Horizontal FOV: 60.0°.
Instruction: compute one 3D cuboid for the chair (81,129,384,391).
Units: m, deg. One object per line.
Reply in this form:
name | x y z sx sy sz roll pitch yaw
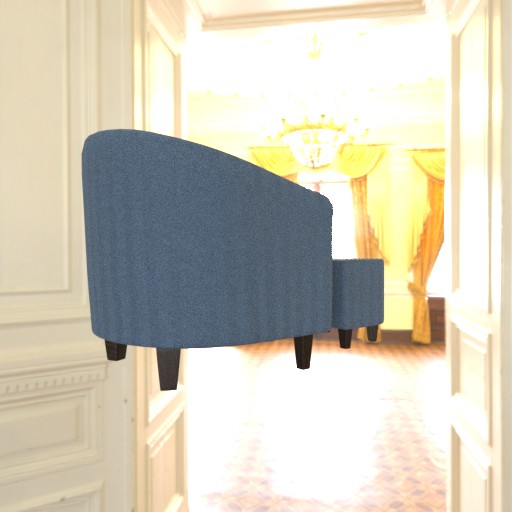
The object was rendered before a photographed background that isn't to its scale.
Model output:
chair | 0.000 0.000 1.739 1.288 0.757 0.756 0 1 -37
